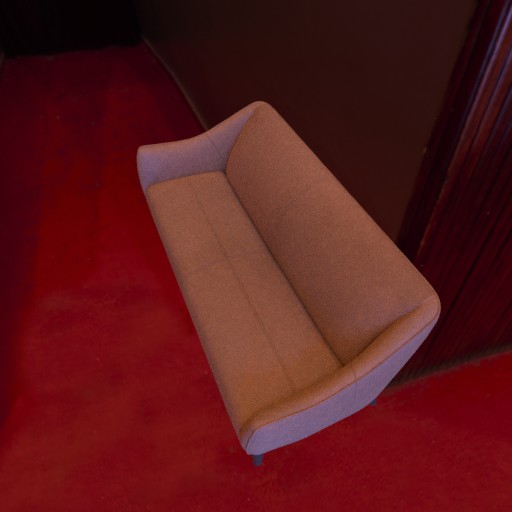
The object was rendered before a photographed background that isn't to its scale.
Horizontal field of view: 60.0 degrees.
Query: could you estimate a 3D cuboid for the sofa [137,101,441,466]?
[{"bbox_3d":[0.000,0.000,2.401,0.869,0.830,1.928,-17,49,-15],"label":"sofa"}]
